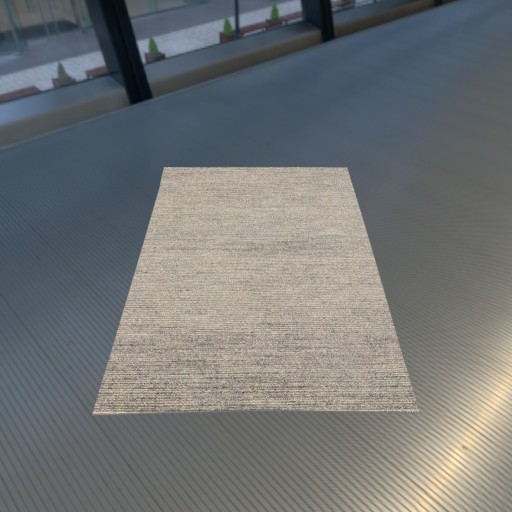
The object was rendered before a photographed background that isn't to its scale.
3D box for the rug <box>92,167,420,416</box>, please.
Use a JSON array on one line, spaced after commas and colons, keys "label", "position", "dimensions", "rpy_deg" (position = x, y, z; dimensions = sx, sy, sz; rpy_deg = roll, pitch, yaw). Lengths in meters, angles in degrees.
[{"label": "rug", "position": [0.000, 0.000, 3.012], "dimensions": [1.604, 0.030, 2.307], "rpy_deg": [0, 42, 0]}]
